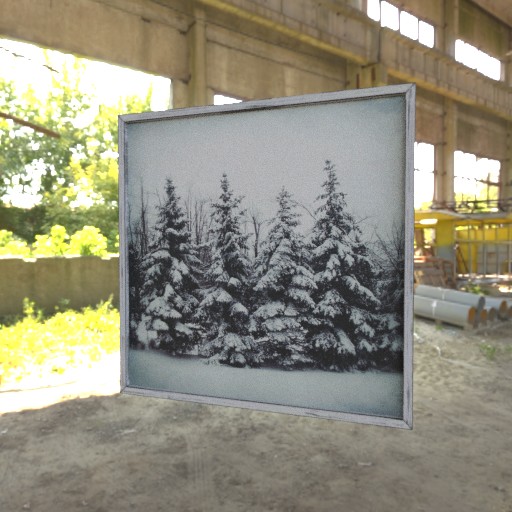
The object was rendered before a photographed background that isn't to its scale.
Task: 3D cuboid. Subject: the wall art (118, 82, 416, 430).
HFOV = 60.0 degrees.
[{"bbox_3d":[0.000,0.000,0.452,0.303,0.303,0.036,0,2,19],"label":"wall art"}]
